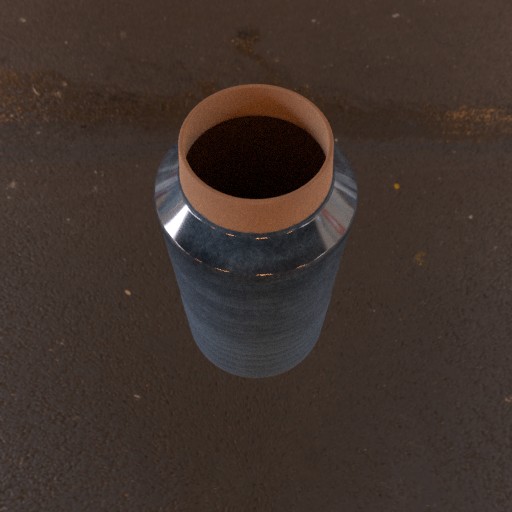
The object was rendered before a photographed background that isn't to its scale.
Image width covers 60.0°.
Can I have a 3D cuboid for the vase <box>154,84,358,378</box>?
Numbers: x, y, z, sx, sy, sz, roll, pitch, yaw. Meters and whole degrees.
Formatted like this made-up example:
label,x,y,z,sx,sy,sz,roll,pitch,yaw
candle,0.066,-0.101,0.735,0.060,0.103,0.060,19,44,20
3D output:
label,x,y,z,sx,sy,sz,roll,pitch,yaw
vase,0.000,0.000,0.413,0.163,0.316,0.163,0,63,0
